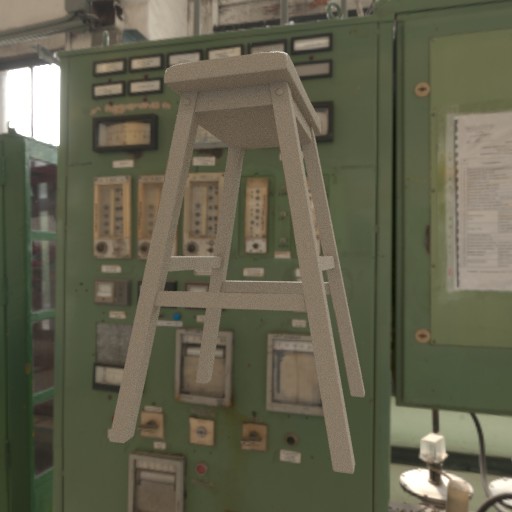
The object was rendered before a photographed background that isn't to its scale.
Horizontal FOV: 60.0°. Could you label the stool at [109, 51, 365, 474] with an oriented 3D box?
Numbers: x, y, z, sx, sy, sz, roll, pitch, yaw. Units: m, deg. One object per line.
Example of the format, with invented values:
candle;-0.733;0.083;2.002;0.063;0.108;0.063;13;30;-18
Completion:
stool;0.000;0.000;1.034;0.476;0.737;0.457;0;0;16
